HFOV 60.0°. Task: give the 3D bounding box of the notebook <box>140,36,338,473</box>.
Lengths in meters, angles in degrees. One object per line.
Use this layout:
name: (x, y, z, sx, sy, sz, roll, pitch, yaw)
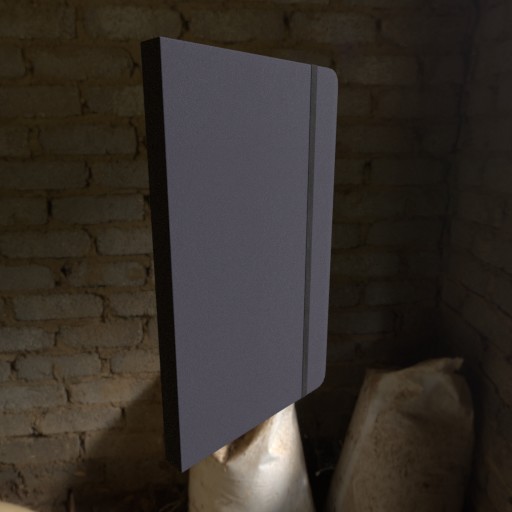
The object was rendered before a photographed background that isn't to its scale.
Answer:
notebook: (0.000, 0.000, 0.257, 0.016, 0.213, 0.127, 14, 20, 43)
